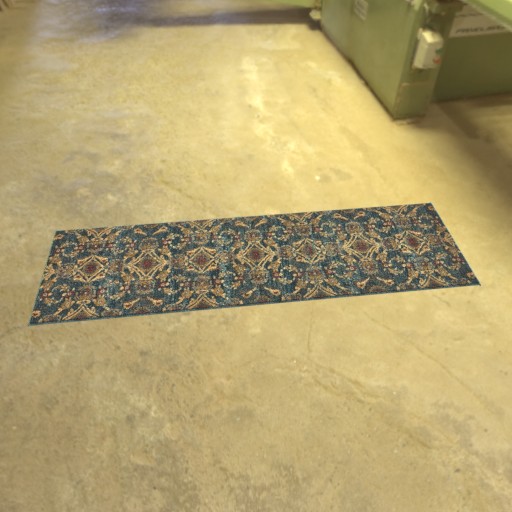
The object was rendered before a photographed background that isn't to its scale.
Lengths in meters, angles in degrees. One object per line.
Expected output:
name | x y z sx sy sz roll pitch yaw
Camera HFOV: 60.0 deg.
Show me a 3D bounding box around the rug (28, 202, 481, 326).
rug | 0.000 0.000 2.458 2.292 0.014 0.685 -5 46 -4
